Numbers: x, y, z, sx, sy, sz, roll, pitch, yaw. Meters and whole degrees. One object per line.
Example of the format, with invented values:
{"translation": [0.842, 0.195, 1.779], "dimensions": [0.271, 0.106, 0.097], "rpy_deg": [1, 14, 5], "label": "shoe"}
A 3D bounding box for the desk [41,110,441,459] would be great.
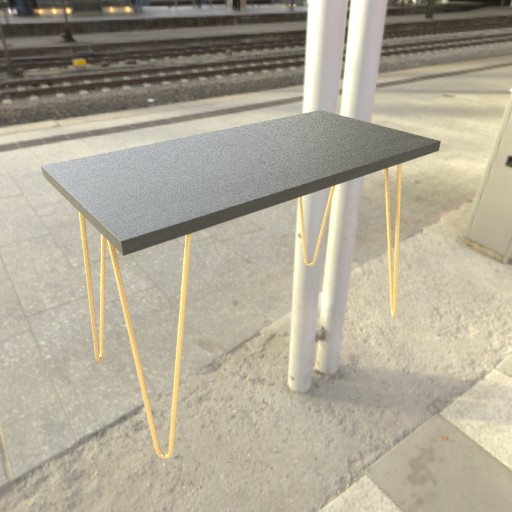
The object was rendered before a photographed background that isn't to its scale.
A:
{"translation": [0.000, 0.000, 1.382], "dimensions": [0.991, 0.660, 0.499], "rpy_deg": [-22, 37, -32], "label": "desk"}
